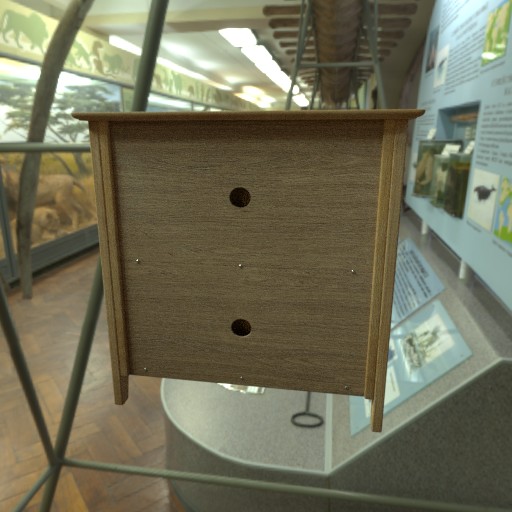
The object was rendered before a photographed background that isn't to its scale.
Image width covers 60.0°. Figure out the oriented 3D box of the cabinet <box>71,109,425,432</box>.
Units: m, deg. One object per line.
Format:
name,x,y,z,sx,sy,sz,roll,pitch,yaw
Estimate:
cabinet,0.000,0.000,1.263,0.763,0.762,0.503,3,15,9
